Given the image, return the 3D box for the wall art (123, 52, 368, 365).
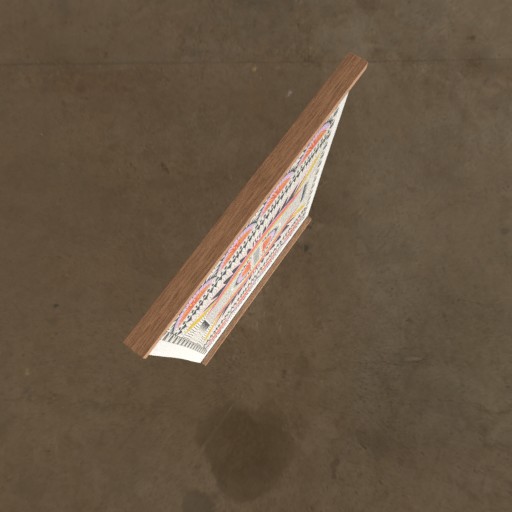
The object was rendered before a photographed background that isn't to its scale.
[{"bbox_3d":[0.000,0.000,0.816,0.028,0.609,0.456,35,78,8],"label":"wall art"}]
